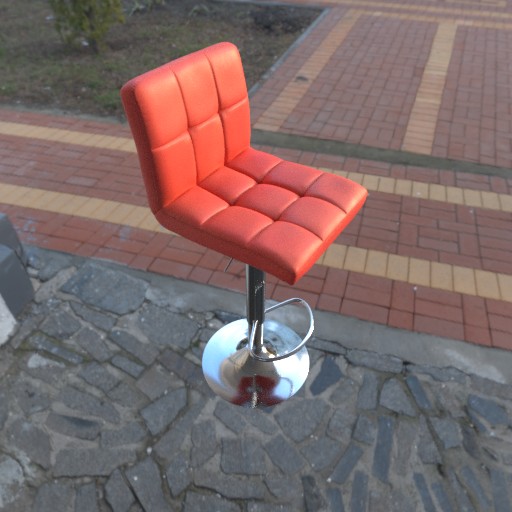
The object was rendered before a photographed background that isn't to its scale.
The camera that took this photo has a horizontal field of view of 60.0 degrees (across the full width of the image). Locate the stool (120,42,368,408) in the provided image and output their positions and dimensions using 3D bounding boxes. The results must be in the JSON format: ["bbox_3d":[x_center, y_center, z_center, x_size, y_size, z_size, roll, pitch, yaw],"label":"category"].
[{"bbox_3d":[0.000,0.000,1.395,0.505,1.115,0.430,24,47,25],"label":"stool"}]
